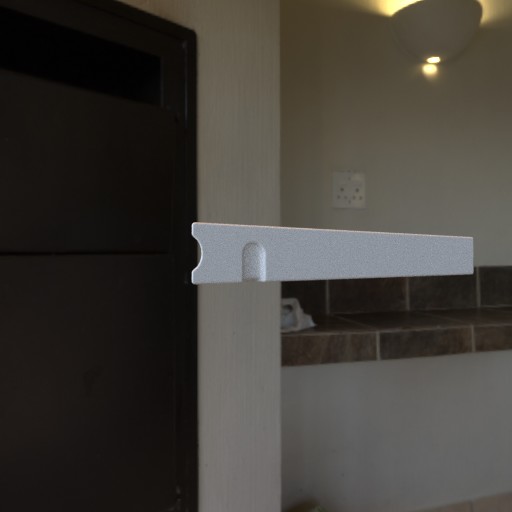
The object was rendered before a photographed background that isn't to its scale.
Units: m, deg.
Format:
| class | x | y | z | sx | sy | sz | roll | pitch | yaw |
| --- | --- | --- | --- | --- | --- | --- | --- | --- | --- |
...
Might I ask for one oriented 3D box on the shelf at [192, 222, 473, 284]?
| class | x | y | z | sx | sy | sz | roll | pitch | yaw |
| --- | --- | --- | --- | --- | --- | --- | --- | --- | --- |
| shelf | 0.000 | 0.000 | 0.452 | 0.296 | 0.035 | 0.296 | 0 | -1 | -36 |
